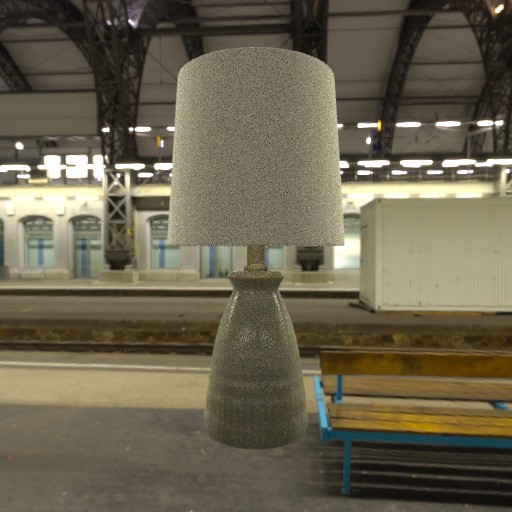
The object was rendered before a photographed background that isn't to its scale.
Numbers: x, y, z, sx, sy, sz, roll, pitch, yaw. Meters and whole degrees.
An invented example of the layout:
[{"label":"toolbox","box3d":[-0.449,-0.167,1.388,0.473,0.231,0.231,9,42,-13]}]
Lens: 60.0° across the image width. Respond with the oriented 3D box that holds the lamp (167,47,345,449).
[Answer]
[{"label":"lamp","box3d":[0.000,0.000,0.474,0.186,0.369,0.186,0,1,0]}]
